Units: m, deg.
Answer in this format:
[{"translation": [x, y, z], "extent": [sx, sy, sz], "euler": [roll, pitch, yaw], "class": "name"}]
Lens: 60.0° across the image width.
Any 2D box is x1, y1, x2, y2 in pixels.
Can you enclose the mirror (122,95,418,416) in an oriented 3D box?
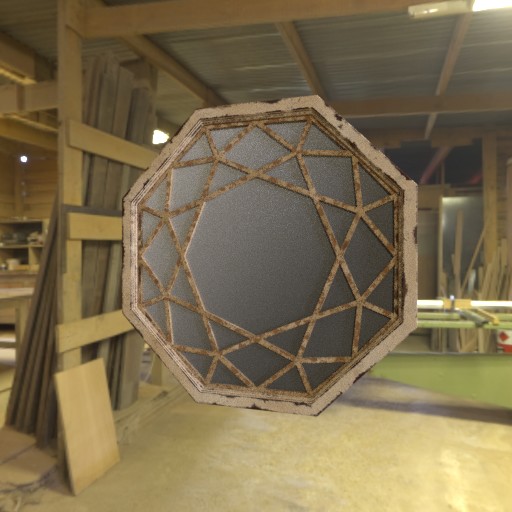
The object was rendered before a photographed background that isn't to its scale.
[{"translation": [0.000, 0.000, 0.947], "extent": [0.648, 0.648, 0.031], "euler": [0, 0, 18], "class": "mirror"}]
